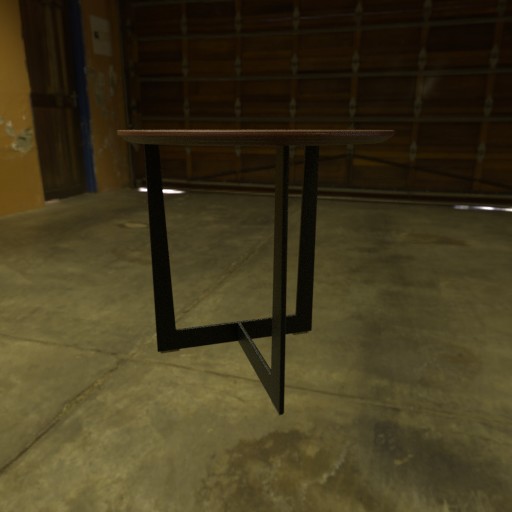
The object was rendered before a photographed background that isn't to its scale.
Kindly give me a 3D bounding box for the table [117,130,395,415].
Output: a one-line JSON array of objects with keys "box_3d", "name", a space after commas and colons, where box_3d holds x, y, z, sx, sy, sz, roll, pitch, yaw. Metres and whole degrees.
[{"box_3d": [0.000, 0.000, 0.872, 0.477, 0.476, 0.494, -8, 18, -26], "name": "table"}]
